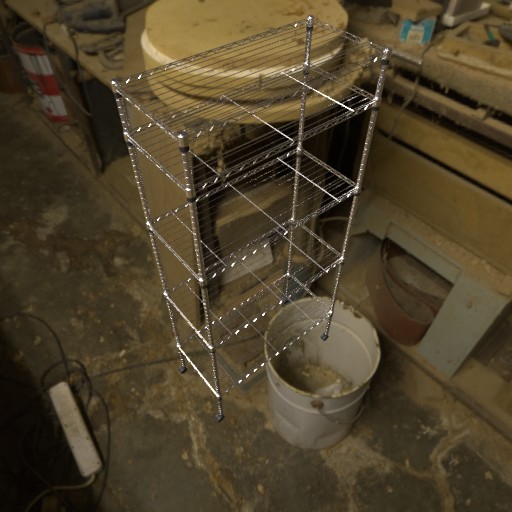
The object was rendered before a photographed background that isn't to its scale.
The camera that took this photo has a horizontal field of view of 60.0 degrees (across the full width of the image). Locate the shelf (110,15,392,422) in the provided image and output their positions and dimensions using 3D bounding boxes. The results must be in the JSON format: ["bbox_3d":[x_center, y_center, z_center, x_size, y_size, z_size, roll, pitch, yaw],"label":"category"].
[{"bbox_3d":[0.000,0.000,1.821,0.762,1.587,0.356,-31,55,-25],"label":"shelf"}]
